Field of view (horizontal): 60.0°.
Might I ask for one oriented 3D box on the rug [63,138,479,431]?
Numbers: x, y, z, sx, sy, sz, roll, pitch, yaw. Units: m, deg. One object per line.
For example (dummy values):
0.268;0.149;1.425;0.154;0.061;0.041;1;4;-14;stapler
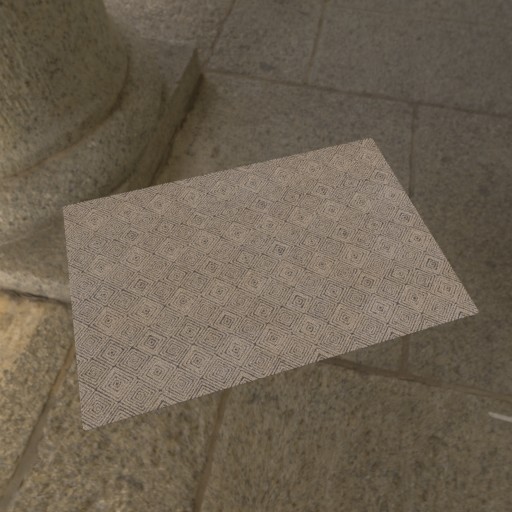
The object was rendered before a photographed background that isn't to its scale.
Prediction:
0.000;0.000;2.190;1.783;0.008;1.175;-14;59;-9;rug
